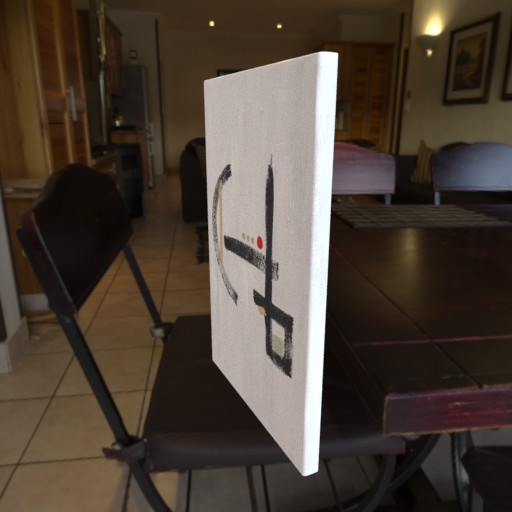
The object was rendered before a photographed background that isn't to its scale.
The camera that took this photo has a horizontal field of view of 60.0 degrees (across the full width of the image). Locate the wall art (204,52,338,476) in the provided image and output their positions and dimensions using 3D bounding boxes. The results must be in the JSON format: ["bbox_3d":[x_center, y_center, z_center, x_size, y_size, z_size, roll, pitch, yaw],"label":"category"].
[{"bbox_3d":[0.000,0.000,1.175,0.048,0.916,0.602,-8,18,-25],"label":"wall art"}]
